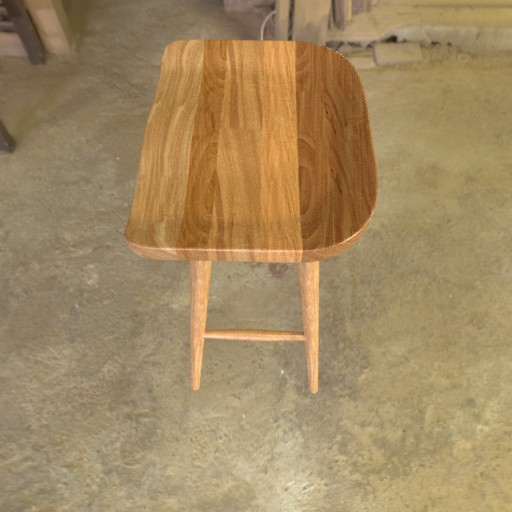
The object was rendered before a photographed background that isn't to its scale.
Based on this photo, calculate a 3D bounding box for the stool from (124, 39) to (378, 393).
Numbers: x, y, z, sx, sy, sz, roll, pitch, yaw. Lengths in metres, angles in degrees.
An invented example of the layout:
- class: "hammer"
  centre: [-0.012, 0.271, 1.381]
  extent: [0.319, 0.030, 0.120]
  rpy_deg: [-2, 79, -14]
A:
- class: "stool"
  centre: [0.000, 0.000, 0.920]
  extent: [0.322, 0.698, 0.407]
  rpy_deg: [1, 59, 1]
